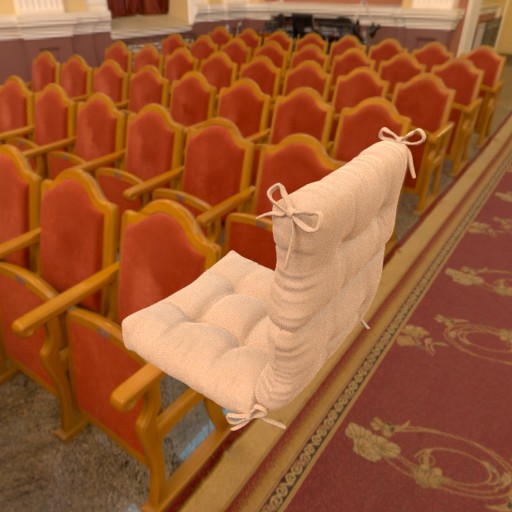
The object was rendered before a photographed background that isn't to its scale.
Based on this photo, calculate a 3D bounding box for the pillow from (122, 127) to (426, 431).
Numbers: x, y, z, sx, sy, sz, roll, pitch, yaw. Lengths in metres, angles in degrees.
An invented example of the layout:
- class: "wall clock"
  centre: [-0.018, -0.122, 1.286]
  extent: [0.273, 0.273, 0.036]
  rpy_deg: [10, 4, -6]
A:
- class: "pillow"
  centre: [0.000, 0.000, 1.077]
  extent: [0.571, 0.605, 0.519]
  rpy_deg: [21, 37, 30]
